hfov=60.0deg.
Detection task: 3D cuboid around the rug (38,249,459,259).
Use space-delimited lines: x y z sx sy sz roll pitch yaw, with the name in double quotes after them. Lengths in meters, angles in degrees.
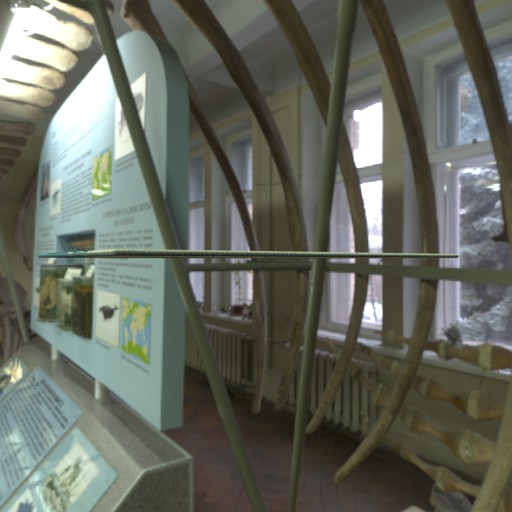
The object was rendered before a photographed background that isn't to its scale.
0.000 0.000 3.007 2.450 0.027 1.540 0 -1 -36 "rug"
